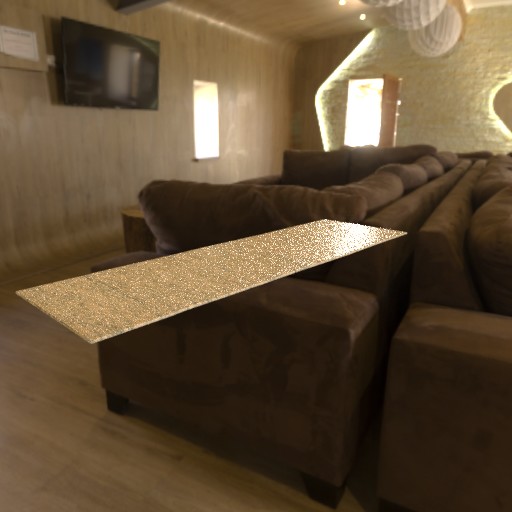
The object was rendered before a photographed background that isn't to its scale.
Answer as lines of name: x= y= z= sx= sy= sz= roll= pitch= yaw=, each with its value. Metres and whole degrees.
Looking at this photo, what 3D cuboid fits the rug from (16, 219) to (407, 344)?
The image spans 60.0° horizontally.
rug: x=0.000 y=0.000 z=2.484 sx=0.700 sy=0.014 sz=2.290 roll=14 pitch=21 yaw=42
